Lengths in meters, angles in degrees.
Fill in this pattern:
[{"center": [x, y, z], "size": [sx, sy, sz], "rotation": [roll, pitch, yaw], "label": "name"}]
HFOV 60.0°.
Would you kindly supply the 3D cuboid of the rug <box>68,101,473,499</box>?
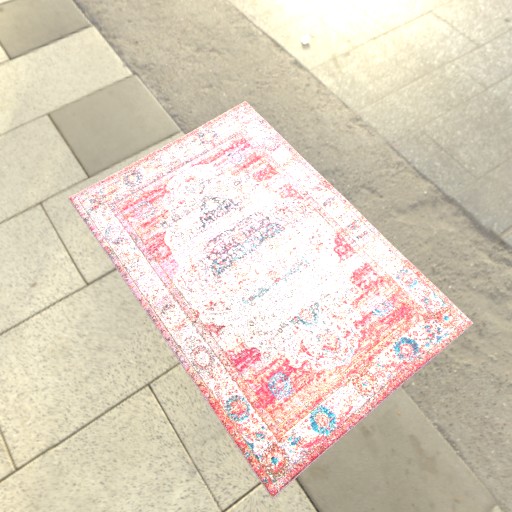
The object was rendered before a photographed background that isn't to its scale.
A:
[{"center": [0.000, 0.000, 2.277], "size": [1.219, 0.006, 1.829], "rotation": [-34, 67, -16], "label": "rug"}]
